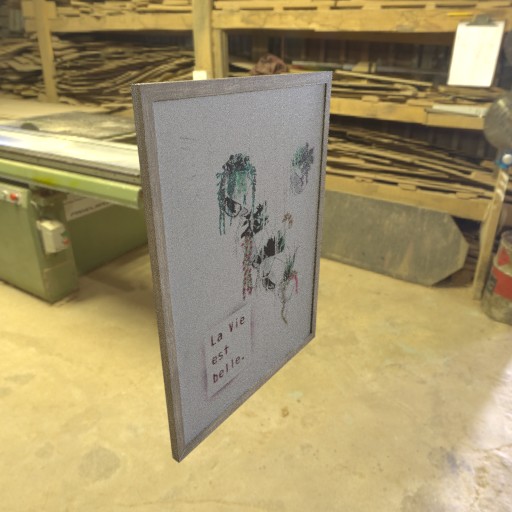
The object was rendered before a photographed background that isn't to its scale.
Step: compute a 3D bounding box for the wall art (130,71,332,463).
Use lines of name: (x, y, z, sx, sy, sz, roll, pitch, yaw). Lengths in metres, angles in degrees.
wall art: (0.000, 0.000, 1.358, 0.035, 1.022, 0.781, 17, 30, 33)
